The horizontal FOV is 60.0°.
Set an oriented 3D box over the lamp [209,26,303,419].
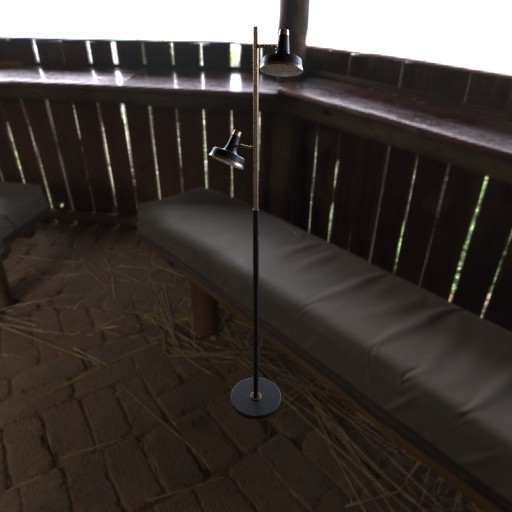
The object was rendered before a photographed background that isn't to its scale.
[{"bbox_3d":[0.000,0.000,1.815,0.351,1.674,0.253,17,34,27],"label":"lamp"}]
